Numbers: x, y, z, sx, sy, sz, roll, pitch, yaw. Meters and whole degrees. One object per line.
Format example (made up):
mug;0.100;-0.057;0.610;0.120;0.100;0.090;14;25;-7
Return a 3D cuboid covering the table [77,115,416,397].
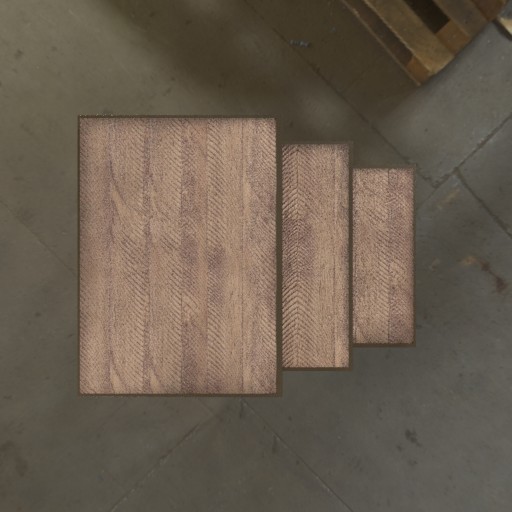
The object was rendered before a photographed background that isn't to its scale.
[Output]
table;0.000;0.000;1.161;0.706;0.610;0.559;0;90;0
